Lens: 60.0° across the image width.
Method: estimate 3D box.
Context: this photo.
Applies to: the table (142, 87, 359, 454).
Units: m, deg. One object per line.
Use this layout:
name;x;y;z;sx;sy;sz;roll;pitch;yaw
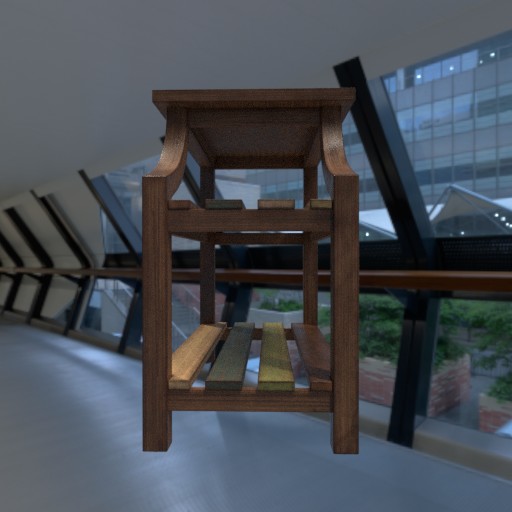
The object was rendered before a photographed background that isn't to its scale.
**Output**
table;0.000;0.000;0.947;0.356;0.584;0.609;0;0;2
